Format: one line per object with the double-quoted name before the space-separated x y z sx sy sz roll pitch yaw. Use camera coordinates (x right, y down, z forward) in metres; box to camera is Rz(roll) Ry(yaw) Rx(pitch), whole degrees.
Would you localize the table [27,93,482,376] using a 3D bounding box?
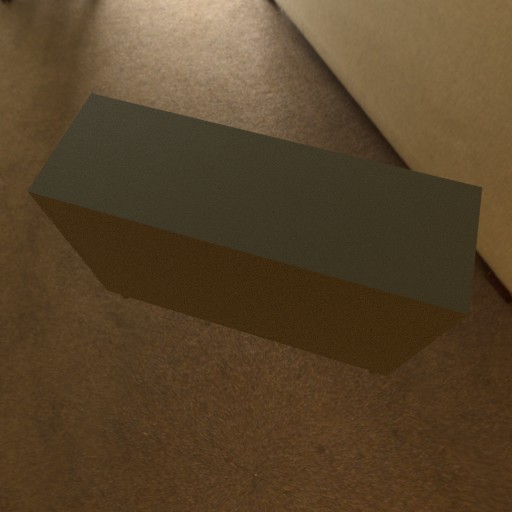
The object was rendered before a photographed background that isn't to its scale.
"table" 0.000 0.000 1.613 1.200 0.855 0.400 16 65 8
